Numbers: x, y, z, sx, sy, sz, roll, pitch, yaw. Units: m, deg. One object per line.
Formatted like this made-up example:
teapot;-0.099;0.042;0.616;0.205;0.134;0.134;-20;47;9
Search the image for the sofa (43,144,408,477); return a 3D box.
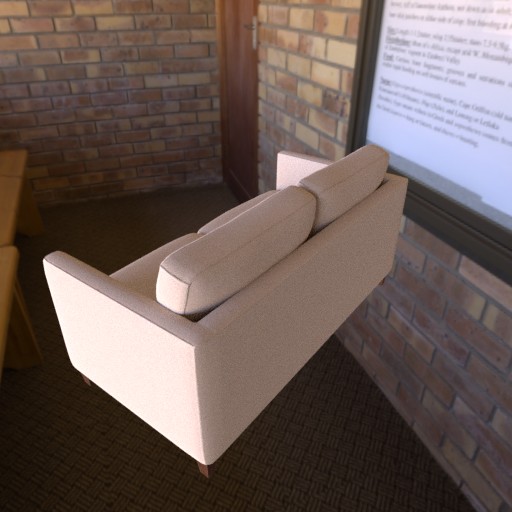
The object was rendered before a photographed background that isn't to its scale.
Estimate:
sofa;0.000;0.000;2.222;0.873;0.888;1.722;22;37;31
